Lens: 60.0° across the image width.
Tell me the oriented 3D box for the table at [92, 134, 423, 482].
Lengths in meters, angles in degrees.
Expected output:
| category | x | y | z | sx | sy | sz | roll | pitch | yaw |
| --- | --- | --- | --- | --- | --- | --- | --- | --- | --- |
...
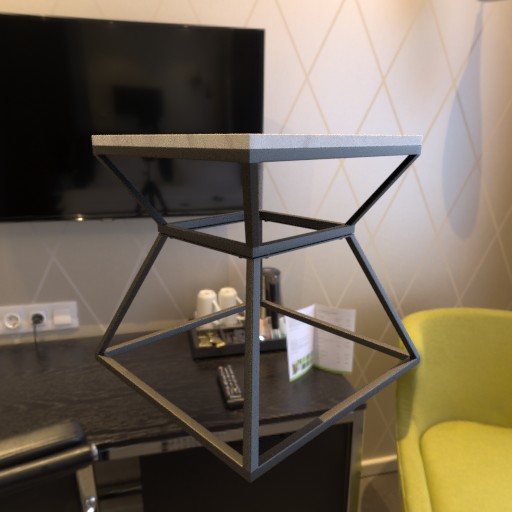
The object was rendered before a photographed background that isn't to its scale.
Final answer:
| category | x | y | z | sx | sy | sz | roll | pitch | yaw |
| --- | --- | --- | --- | --- | --- | --- | --- | --- | --- |
| table | 0.000 | 0.000 | 0.821 | 0.455 | 0.431 | 0.455 | -14 | 20 | -42 |
